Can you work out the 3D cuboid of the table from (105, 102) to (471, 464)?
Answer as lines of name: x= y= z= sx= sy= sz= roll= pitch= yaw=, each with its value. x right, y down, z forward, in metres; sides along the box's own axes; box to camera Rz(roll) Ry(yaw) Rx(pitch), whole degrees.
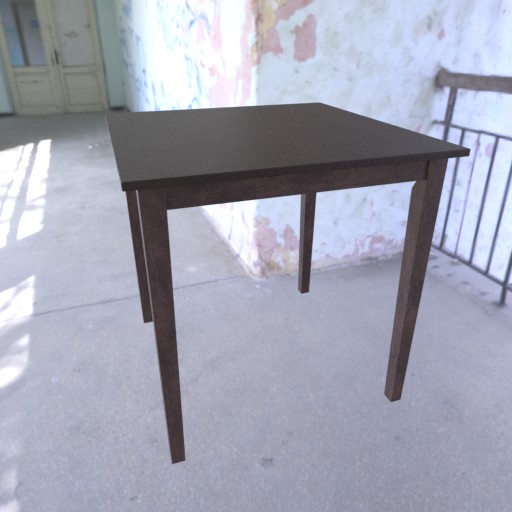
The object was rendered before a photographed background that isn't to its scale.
table: x=0.000 y=0.000 z=1.363 sx=0.749 sy=0.770 sz=0.749 roll=-9 pitch=28 yaw=-17
